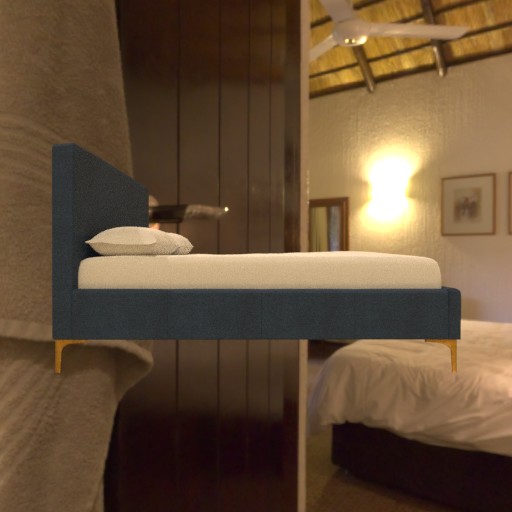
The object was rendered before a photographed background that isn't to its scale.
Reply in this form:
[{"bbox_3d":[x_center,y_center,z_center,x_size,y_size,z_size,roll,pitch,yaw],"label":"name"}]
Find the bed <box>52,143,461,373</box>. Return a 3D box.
[{"bbox_3d":[0.000,0.000,3.190,2.172,1.231,1.723,0,0,0],"label":"bed"}]
